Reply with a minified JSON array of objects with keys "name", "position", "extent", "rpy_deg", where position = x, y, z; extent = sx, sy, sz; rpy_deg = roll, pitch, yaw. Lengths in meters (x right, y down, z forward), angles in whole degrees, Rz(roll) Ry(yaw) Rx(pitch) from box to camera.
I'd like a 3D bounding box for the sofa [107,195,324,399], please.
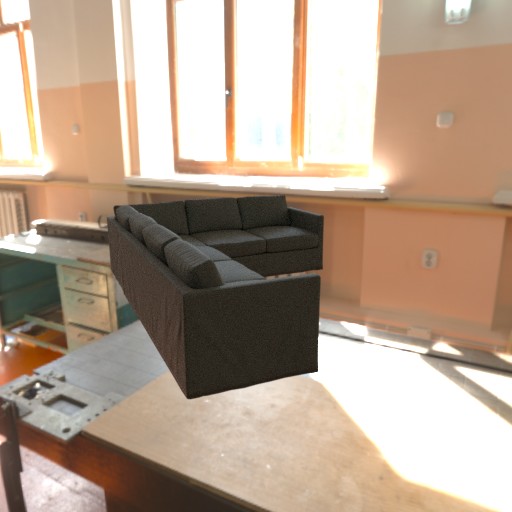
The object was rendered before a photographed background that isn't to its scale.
[{"name":"sofa","position":[0.000,0.000,4.425],"extent":[2.432,0.871,3.182],"rpy_deg":[-7,15,-25]}]
